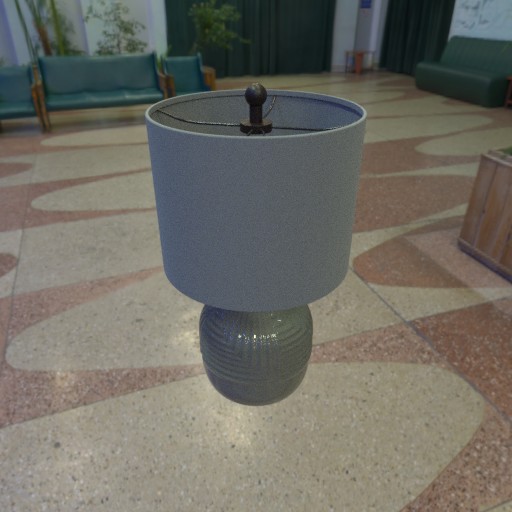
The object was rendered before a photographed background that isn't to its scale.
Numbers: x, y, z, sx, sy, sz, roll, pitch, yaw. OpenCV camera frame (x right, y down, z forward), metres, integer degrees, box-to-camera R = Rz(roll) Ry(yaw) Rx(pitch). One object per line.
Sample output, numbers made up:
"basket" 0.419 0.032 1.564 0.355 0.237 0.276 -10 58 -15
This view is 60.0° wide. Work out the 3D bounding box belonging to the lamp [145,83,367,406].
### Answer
"lamp" 0.000 0.000 0.773 0.318 0.567 0.318 0 30 0
